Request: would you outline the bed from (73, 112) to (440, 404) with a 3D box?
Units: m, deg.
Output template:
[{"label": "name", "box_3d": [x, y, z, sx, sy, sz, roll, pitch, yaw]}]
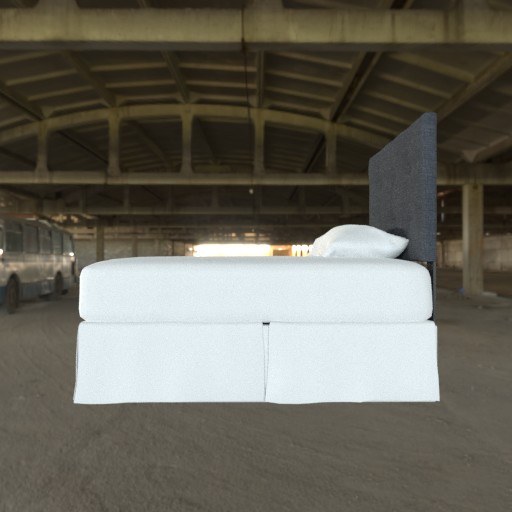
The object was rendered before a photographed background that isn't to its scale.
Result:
[{"label": "bed", "box_3d": [0.000, 0.000, 2.958, 1.997, 1.571, 1.261, 0, 0, 0]}]
